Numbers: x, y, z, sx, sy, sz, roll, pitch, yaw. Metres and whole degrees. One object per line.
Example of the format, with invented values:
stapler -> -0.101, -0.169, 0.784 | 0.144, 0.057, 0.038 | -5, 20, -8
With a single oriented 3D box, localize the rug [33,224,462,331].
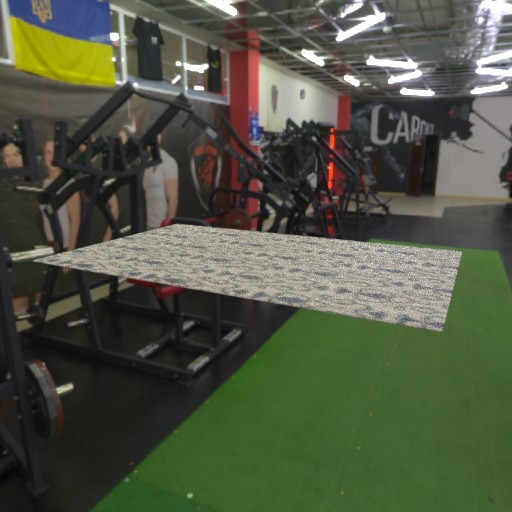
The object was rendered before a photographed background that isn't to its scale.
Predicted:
rug -> 0.000, 0.000, 2.002 | 1.652, 0.006, 1.035 | 7, 16, 26
